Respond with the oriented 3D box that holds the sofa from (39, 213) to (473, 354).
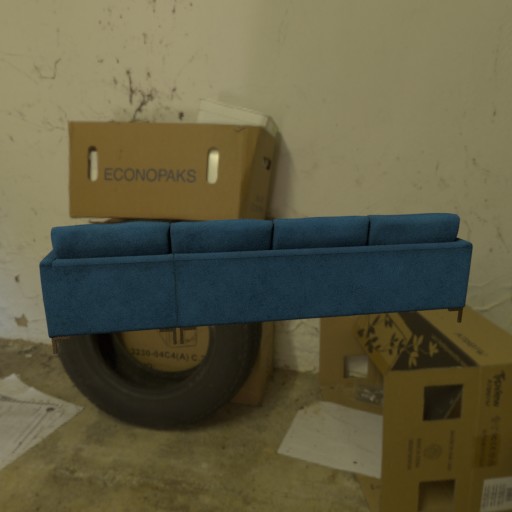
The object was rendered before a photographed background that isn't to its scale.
[{"bbox_3d":[0.000,0.000,3.559,2.932,0.810,1.350,-3,15,-10],"label":"sofa"}]
